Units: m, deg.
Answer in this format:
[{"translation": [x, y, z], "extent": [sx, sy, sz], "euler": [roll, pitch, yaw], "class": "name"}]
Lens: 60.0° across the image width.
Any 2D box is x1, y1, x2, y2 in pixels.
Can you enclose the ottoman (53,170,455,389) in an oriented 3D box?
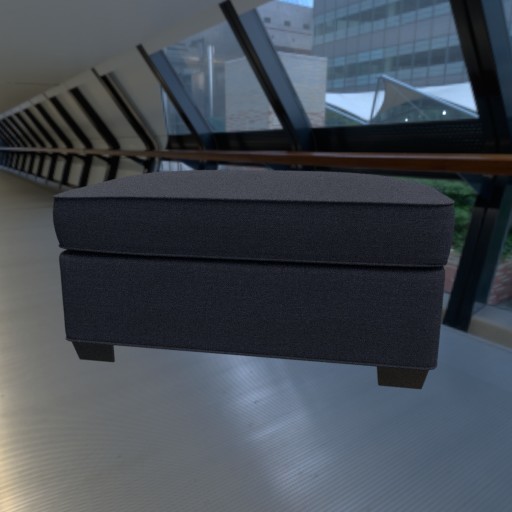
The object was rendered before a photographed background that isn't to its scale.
[{"translation": [0.000, 0.000, 1.199], "extent": [0.895, 0.453, 0.505], "euler": [3, 15, 9], "class": "ottoman"}]
